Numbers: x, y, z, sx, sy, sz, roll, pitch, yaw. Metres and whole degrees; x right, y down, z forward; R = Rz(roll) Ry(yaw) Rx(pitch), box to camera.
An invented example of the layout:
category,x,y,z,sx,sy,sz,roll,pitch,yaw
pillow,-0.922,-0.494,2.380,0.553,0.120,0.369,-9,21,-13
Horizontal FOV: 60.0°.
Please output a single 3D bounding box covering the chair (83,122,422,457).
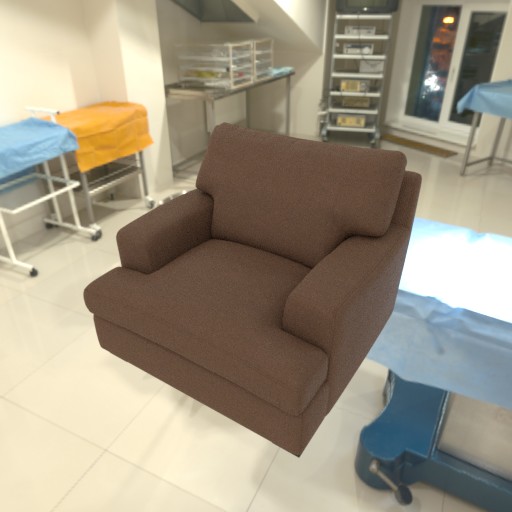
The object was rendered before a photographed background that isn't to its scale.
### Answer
category,x,y,z,sx,sy,sz,roll,pitch,yaw
chair,0.000,0.000,2.042,1.168,0.940,1.143,18,35,28
